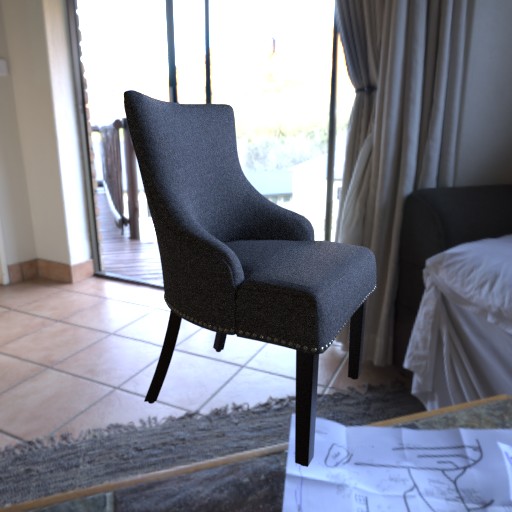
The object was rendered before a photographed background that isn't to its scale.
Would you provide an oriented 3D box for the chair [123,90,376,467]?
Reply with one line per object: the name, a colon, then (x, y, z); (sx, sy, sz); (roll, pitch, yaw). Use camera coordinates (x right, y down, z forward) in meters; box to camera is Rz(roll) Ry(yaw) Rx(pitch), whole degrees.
chair: (0.000, 0.000, 1.318); (0.629, 0.909, 0.566); (7, 16, 26)
